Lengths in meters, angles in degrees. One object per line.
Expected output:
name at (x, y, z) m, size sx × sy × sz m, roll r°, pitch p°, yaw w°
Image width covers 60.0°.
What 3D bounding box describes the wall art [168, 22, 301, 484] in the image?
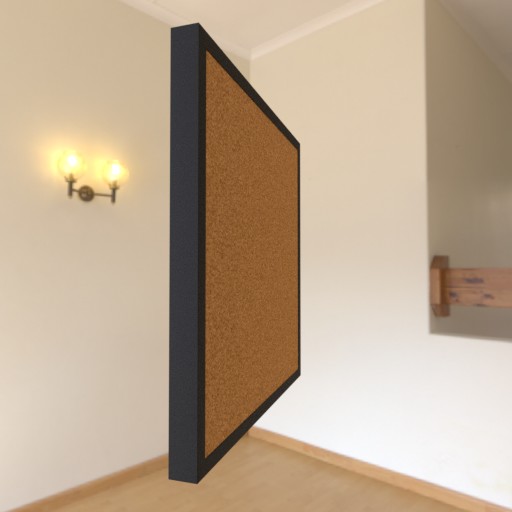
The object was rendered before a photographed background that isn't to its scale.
wall art at (0.000, 0.000, 0.728) m, size 0.036 × 0.503 × 0.506 m, roll 0°, pitch -2°, yaw 18°
